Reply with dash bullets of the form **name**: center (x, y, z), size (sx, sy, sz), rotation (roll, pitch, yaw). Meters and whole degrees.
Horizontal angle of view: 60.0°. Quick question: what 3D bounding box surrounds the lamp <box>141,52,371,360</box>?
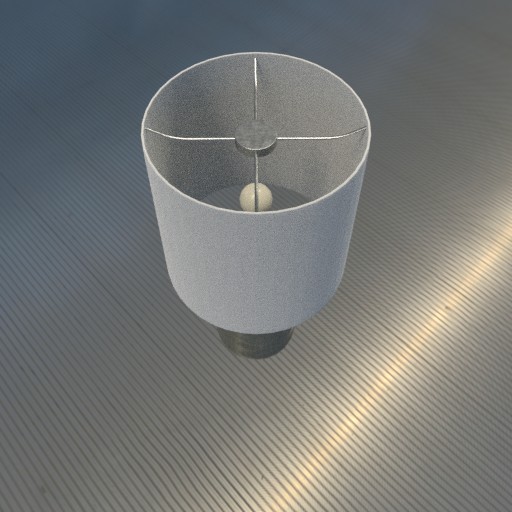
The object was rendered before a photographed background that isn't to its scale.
- **lamp**: center (0.000, 0.000, 0.475), size (0.186, 0.369, 0.186), rotation (0, 59, 0)
